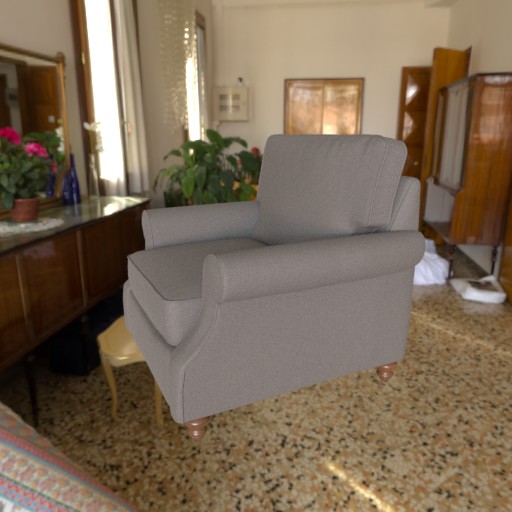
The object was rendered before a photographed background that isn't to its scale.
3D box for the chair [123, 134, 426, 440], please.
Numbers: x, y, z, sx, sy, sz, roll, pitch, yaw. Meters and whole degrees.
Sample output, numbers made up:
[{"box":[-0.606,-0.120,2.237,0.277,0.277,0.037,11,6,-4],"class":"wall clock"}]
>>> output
[{"box":[0.000,0.000,1.824,0.966,0.967,1.029,-8,17,-26],"class":"chair"}]
